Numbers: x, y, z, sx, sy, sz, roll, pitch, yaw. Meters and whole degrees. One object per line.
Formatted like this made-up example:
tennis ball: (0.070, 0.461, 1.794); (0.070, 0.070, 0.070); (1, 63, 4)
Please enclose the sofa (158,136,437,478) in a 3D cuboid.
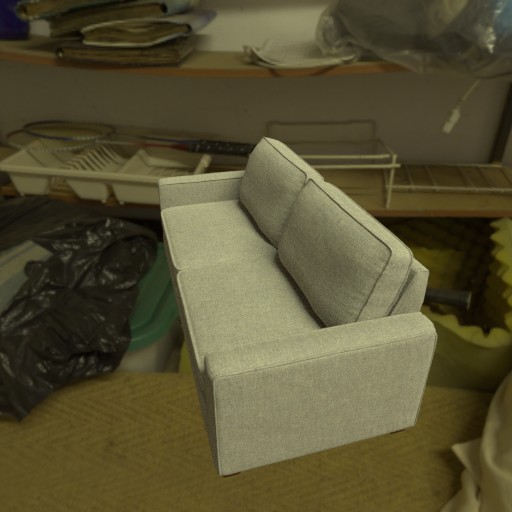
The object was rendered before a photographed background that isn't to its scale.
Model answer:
sofa: (0.000, 0.000, 2.561); (0.945, 0.918, 2.078); (-8, 31, -14)
